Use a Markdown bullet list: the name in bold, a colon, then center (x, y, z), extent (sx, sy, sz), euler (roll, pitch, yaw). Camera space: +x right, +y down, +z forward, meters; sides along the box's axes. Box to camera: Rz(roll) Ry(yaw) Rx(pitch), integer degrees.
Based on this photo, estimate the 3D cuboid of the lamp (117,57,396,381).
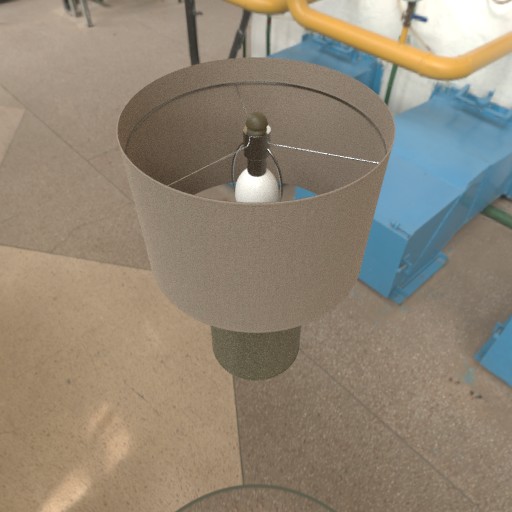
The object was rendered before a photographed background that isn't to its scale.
- **lamp**: center (0.000, 0.000, 0.691), extent (0.318, 0.486, 0.318), euler (0, 47, 0)
